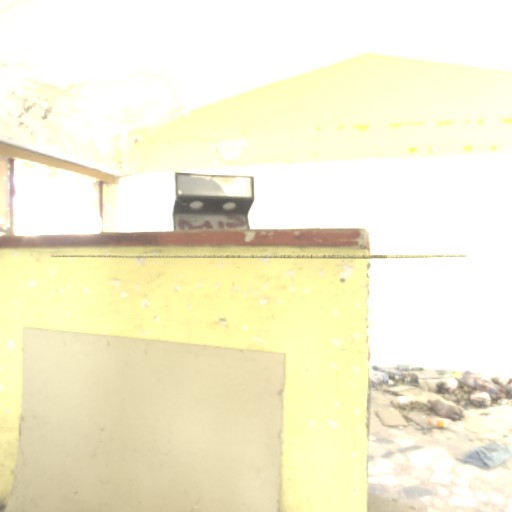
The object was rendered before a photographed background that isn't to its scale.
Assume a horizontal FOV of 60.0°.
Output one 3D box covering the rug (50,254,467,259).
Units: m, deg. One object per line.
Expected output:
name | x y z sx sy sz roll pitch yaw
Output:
rug | 0.000 0.000 2.882 2.263 0.017 1.523 0 0 36
